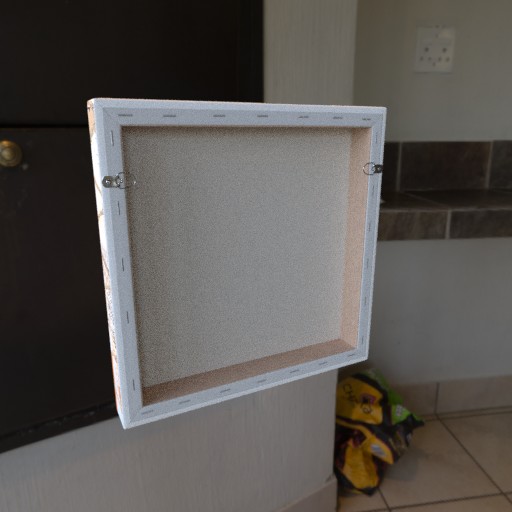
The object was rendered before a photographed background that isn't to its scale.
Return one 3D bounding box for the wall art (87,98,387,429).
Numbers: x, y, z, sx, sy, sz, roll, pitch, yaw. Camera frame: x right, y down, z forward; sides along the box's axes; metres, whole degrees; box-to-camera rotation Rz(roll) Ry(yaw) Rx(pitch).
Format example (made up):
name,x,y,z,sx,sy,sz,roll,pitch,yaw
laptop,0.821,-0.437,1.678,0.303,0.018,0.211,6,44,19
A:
name,x,y,z,sx,sy,sz,roll,pitch,yaw
wall art,0.000,0.000,0.467,0.303,0.304,0.036,-8,17,-26
